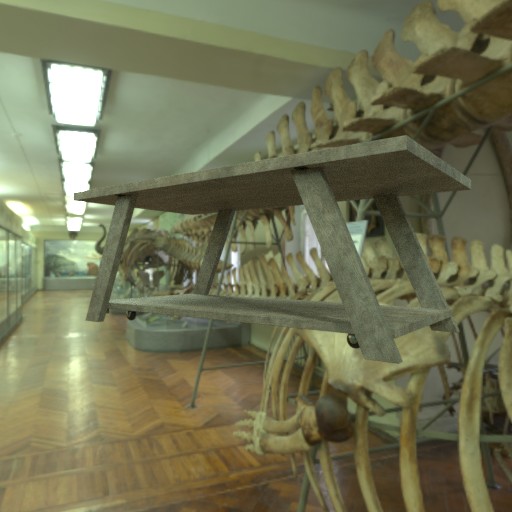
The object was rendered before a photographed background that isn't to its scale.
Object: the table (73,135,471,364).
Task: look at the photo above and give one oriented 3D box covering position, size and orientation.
[{"bbox_3d":[0.000,0.000,1.500,1.219,0.470,0.610,-1,-1,37],"label":"table"}]
